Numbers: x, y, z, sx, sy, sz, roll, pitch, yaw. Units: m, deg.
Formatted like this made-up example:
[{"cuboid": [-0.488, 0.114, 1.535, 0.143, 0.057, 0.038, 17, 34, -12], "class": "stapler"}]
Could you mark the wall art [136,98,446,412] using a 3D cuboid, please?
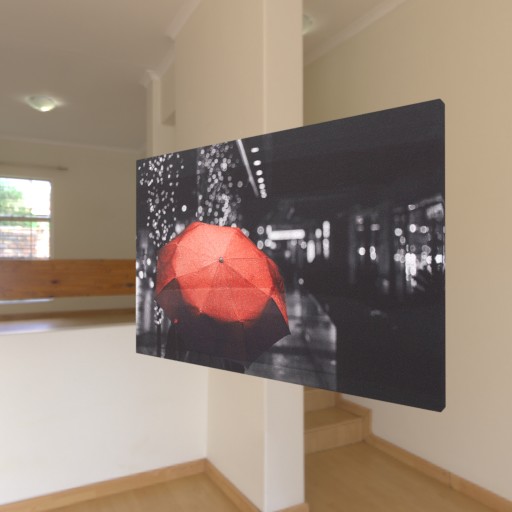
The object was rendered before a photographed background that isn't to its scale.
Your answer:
[{"cuboid": [0.000, 0.000, 1.142, 0.914, 0.609, 0.038, 0, 0, 36], "class": "wall art"}]
